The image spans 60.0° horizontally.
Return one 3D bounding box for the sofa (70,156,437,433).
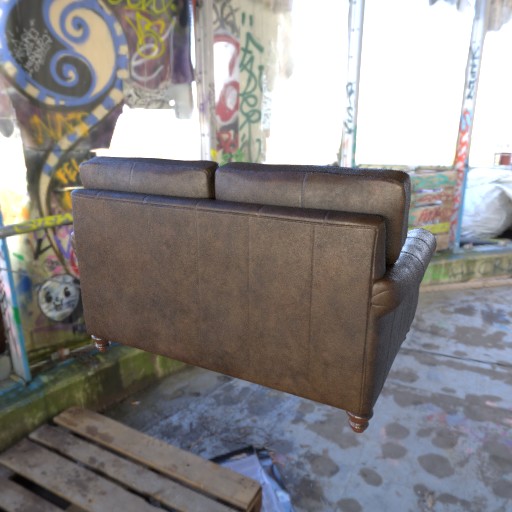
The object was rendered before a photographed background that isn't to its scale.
[{"bbox_3d":[0.000,0.000,2.214,1.616,0.976,0.990,9,19,26],"label":"sofa"}]
